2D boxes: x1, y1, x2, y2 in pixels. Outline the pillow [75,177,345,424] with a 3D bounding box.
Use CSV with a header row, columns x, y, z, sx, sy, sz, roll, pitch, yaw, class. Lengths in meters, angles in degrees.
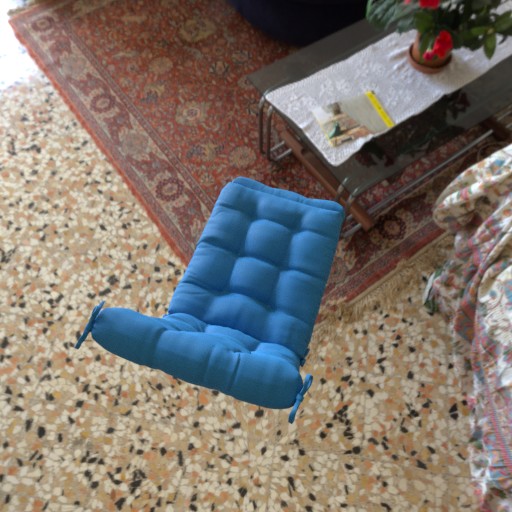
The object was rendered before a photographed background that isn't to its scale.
x,y,z,sx,sy,sz,roll,pitch,yaw,class
0.000,0.000,1.478,0.526,0.863,1.016,17,66,8,pillow
